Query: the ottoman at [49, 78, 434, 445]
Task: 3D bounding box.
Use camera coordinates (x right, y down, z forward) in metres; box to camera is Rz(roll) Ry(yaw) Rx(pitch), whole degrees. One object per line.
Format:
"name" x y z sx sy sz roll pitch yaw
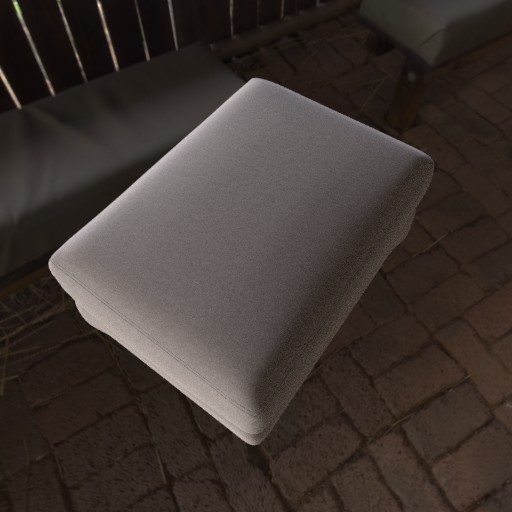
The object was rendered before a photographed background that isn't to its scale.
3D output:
"ottoman" 0.000 0.000 1.162 0.574 0.497 0.773 32 64 18
